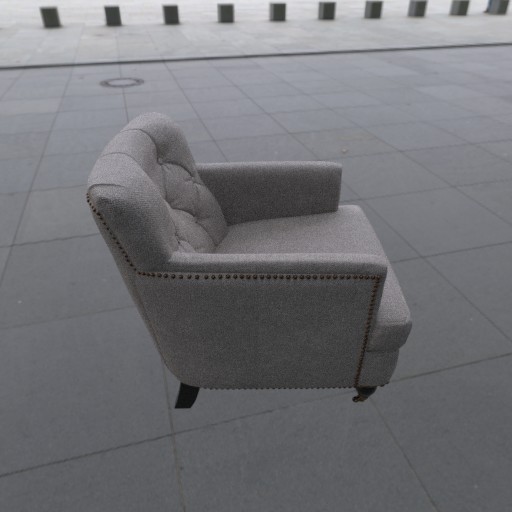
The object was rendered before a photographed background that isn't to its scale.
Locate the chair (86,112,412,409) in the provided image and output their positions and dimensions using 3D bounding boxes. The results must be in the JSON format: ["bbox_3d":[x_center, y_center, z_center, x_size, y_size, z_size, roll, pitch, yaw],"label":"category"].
[{"bbox_3d":[0.000,0.000,1.532,0.902,0.823,0.737,0,33,-1],"label":"chair"}]
